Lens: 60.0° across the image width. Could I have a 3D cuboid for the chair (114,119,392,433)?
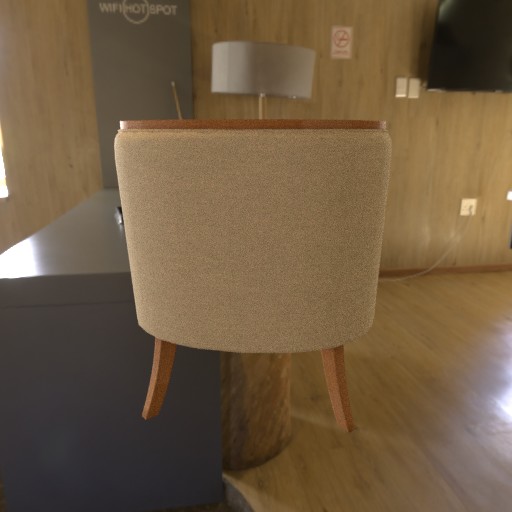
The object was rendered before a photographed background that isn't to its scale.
[{"bbox_3d":[0.000,0.000,1.345,0.711,0.775,0.757,2,16,5],"label":"chair"}]
